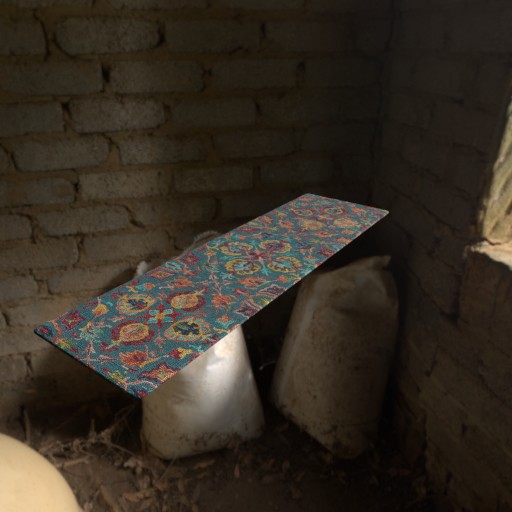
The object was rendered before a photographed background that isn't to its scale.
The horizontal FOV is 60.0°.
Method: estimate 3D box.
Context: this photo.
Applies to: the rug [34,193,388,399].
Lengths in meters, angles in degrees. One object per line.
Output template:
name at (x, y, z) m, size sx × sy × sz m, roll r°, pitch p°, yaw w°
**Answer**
rug at (0.000, 0.000, 2.521) m, size 0.686 × 0.013 × 2.286 m, roll 18°, pitch 31°, yaw 32°
